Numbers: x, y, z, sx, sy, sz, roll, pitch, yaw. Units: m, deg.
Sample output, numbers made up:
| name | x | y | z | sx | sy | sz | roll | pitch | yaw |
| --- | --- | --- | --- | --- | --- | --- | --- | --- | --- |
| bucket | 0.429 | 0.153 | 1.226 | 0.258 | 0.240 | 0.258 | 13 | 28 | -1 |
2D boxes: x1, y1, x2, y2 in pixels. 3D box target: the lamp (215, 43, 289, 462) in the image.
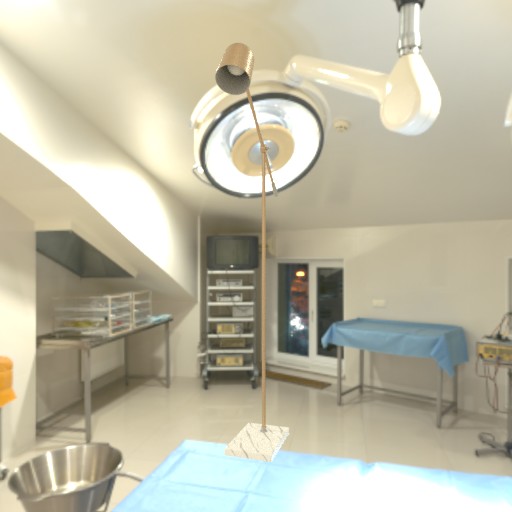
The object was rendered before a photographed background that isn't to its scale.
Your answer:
| name | x | y | z | sx | sy | sz | roll | pitch | yaw |
| --- | --- | --- | --- | --- | --- | --- | --- | --- | --- |
| lamp | 0.000 | 0.000 | 1.848 | 0.194 | 1.594 | 0.653 | 0 | 0 | 18 |
